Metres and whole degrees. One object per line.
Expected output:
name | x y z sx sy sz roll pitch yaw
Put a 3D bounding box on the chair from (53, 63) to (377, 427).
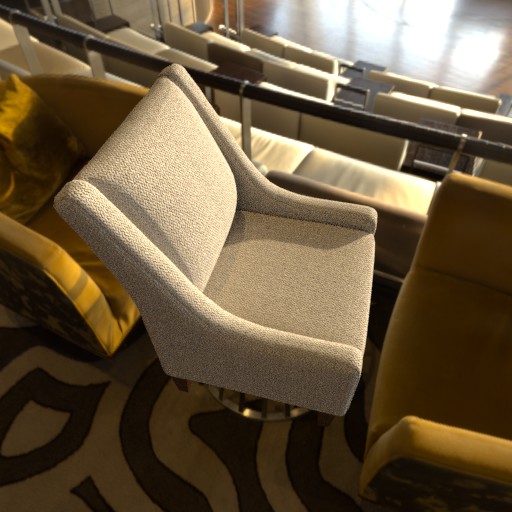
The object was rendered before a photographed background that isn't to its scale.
chair | 0.000 0.000 1.620 0.870 1.014 0.774 11 49 9
